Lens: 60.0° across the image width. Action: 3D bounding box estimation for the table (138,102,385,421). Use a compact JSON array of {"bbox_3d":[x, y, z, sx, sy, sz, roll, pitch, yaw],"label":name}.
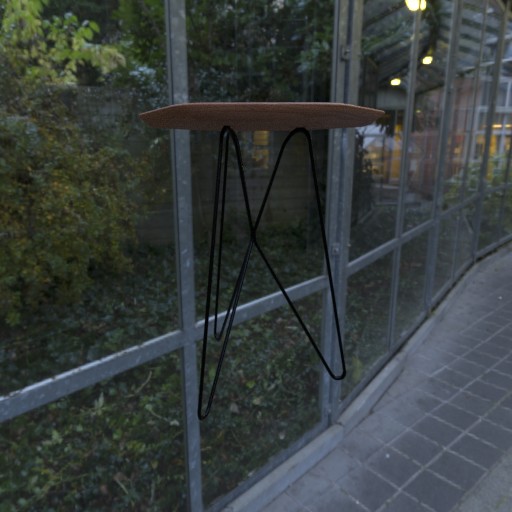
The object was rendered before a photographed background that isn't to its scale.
[{"bbox_3d":[0.000,0.000,0.918,0.400,0.562,0.500,-7,16,-27],"label":"table"}]
